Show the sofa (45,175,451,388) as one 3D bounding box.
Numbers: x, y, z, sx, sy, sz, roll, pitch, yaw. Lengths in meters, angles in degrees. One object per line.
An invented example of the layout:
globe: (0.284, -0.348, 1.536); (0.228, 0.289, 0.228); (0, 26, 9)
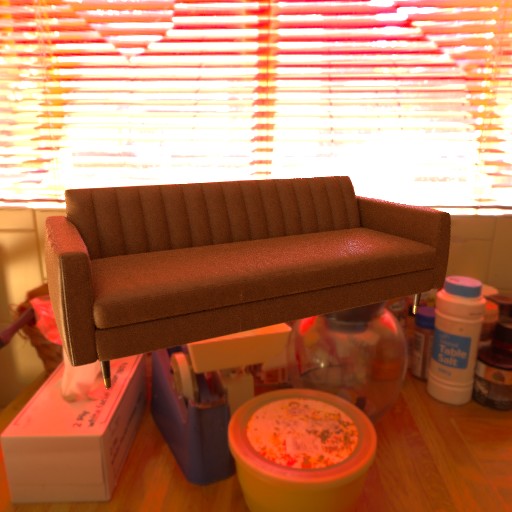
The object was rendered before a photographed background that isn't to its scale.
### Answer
sofa: (0.000, 0.000, 2.676); (2.291, 0.821, 0.990); (-8, 17, -26)
